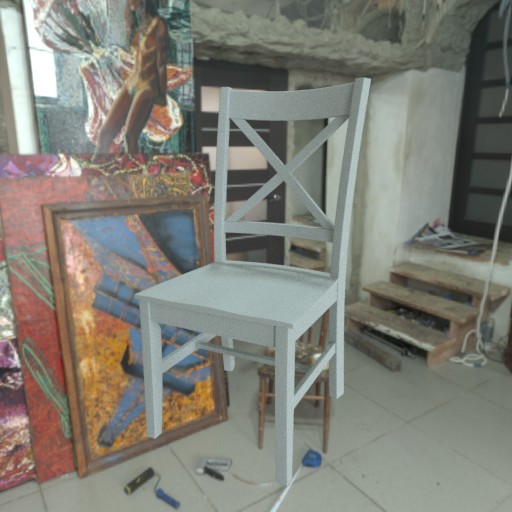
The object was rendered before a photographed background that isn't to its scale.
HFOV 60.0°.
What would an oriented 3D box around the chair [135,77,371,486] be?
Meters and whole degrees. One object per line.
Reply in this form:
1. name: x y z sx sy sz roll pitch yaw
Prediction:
1. chair: 0.000 0.000 1.270 0.485 0.983 0.542 7 15 26
